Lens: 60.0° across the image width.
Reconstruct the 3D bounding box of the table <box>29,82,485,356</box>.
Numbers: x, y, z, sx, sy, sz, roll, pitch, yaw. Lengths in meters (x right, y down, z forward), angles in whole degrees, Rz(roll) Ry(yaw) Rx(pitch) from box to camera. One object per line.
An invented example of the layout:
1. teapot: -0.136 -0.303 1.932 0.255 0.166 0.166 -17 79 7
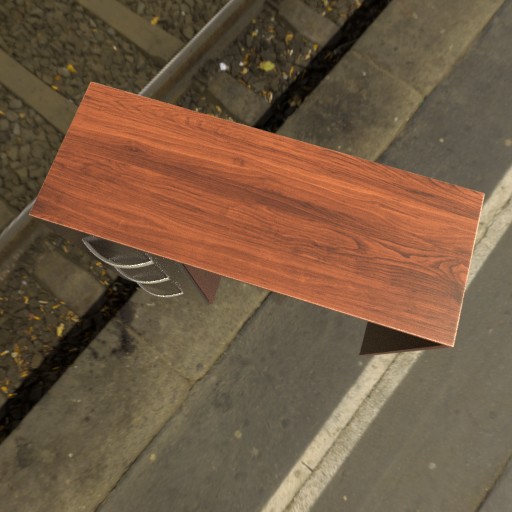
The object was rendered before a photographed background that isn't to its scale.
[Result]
1. table: 0.000 0.000 1.340 0.930 0.790 0.380 17 77 4
